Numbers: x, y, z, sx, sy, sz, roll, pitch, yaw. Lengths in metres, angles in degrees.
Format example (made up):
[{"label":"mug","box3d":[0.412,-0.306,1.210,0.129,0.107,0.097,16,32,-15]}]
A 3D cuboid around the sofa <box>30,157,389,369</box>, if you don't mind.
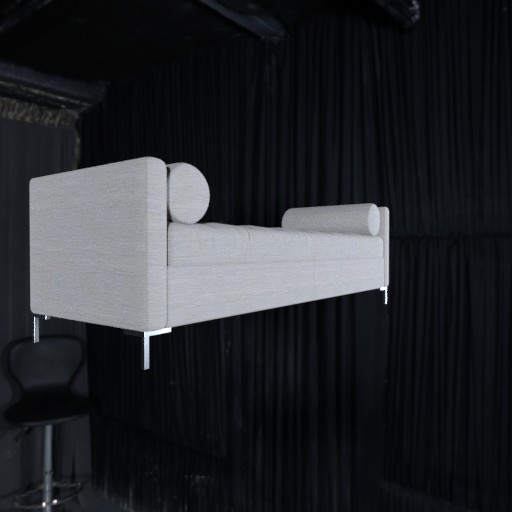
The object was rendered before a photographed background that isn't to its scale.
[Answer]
[{"label":"sofa","box3d":[0.000,0.000,2.274,0.686,0.635,1.981,1,1,37]}]
